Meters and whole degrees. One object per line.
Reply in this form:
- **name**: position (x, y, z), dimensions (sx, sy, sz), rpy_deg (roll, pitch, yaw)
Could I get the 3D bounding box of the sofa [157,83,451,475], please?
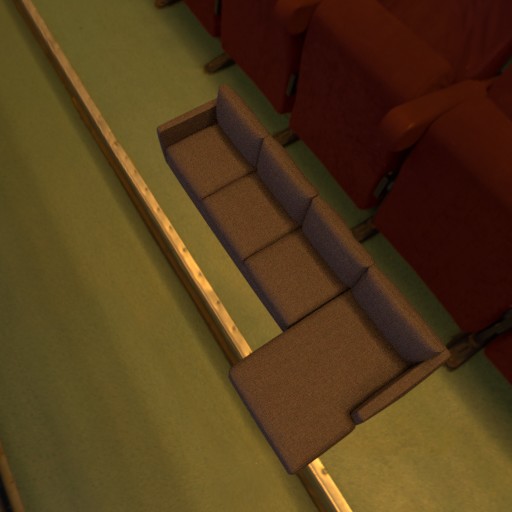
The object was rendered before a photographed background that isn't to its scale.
- **sofa**: position (0.000, 0.000, 3.901), dimensions (1.483, 0.892, 3.221), rpy_deg (-30, 69, -13)
